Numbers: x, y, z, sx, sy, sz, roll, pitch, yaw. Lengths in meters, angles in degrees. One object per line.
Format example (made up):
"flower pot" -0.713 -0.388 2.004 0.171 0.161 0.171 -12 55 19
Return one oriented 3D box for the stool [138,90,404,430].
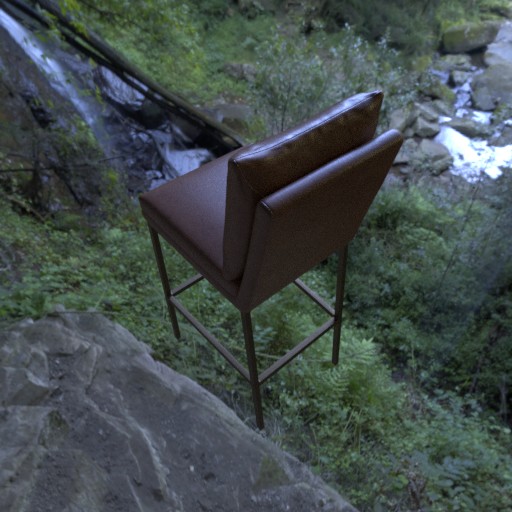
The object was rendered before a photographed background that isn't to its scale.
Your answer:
"stool" 0.000 0.000 1.426 0.463 1.124 0.571 -32 55 -27
